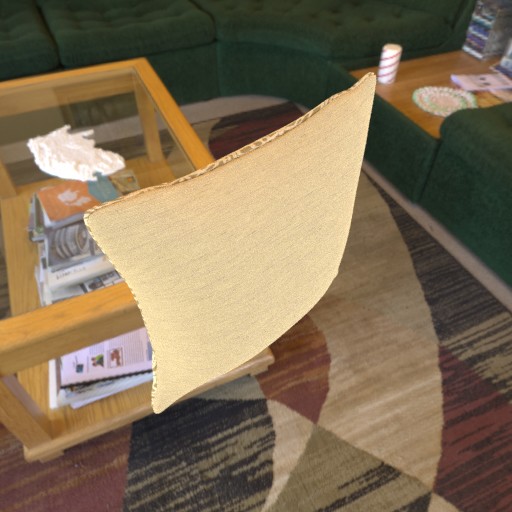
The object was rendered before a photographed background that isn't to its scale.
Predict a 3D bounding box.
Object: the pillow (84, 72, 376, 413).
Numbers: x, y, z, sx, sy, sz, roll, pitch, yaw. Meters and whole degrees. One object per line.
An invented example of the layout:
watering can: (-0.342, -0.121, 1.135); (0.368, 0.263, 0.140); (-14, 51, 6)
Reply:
pillow: (0.000, 0.000, 0.655); (0.438, 0.421, 0.167); (-33, 55, -27)
